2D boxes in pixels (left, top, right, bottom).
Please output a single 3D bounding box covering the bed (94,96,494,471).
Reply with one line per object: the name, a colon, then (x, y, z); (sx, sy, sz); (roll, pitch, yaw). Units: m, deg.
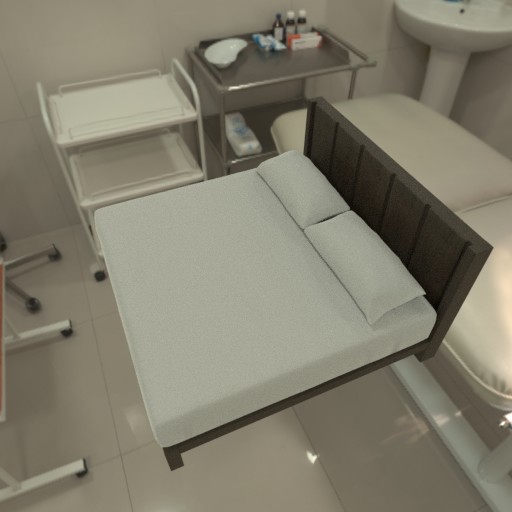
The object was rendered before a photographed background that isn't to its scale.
bed: (0.000, 0.000, 3.526); (2.238, 1.261, 2.143); (-17, 49, -16)
